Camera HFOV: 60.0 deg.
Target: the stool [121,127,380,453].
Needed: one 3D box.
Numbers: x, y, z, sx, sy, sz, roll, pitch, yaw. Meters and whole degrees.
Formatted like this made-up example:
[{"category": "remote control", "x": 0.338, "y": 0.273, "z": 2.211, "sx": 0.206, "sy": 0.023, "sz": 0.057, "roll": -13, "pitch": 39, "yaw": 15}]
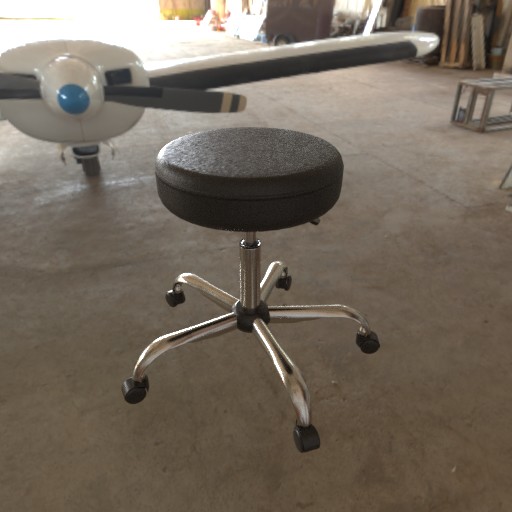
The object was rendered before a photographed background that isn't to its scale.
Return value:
[{"category": "stool", "x": 0.000, "y": 0.000, "z": 1.123, "sx": 0.673, "sy": 0.576, "sz": 0.638, "roll": 10, "pitch": 32, "yaw": 16}]
